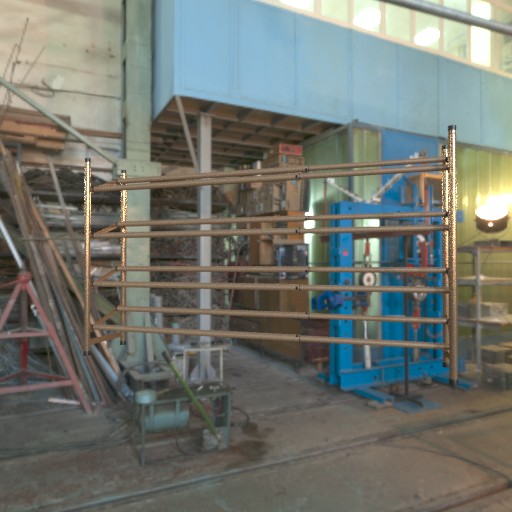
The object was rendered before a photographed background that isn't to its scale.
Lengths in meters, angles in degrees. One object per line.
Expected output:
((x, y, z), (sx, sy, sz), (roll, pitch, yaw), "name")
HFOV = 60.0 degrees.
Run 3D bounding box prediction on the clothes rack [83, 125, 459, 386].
((0.000, 0.000, 1.428), (1.168, 0.672, 0.229), (0, -1, 19), "clothes rack")
